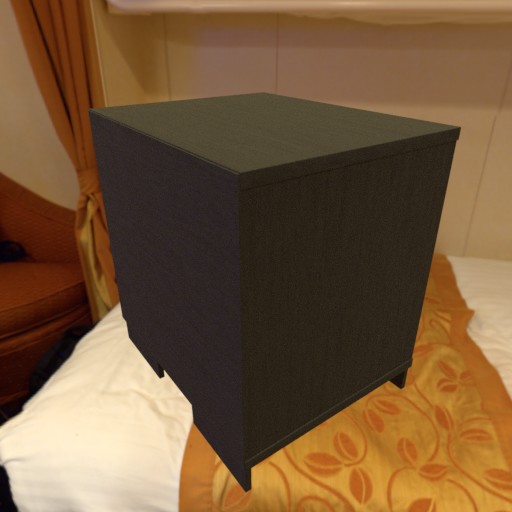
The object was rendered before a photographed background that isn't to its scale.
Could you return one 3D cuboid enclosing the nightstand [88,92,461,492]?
[{"bbox_3d":[0.000,0.000,0.738,0.347,0.448,0.427,-18,32,-31],"label":"nightstand"}]
